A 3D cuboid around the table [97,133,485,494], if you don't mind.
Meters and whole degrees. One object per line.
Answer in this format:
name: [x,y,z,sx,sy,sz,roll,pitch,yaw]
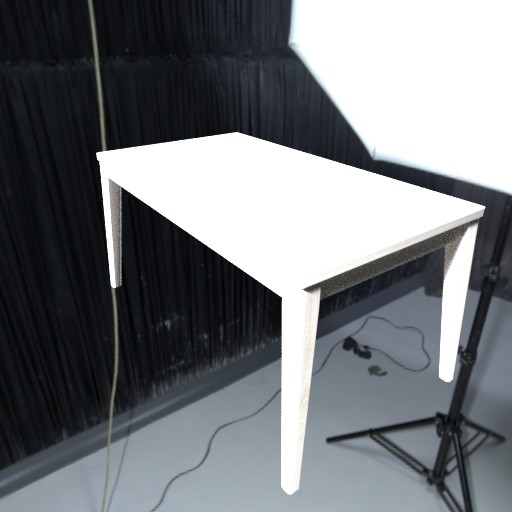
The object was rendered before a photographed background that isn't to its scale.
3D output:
table: [0.000,0.000,2.030,0.900,0.760,1.600,-18,32,-32]
